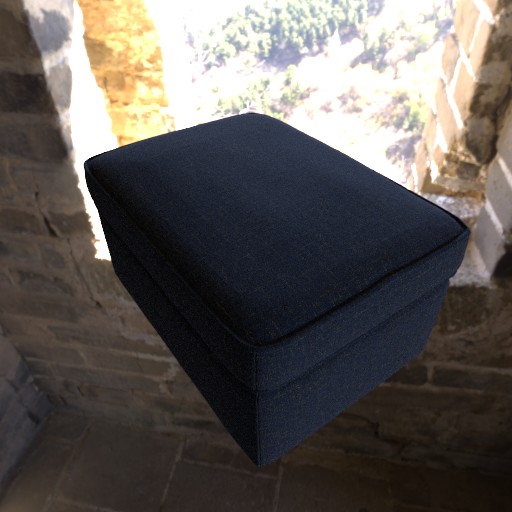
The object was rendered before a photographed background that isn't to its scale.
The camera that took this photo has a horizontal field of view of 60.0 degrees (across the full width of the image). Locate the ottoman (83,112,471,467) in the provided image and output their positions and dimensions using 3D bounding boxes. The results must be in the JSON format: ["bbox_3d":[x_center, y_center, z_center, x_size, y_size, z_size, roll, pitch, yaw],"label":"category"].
[{"bbox_3d":[0.000,0.000,1.073,0.549,0.450,0.749,-25,46,-27],"label":"ottoman"}]
